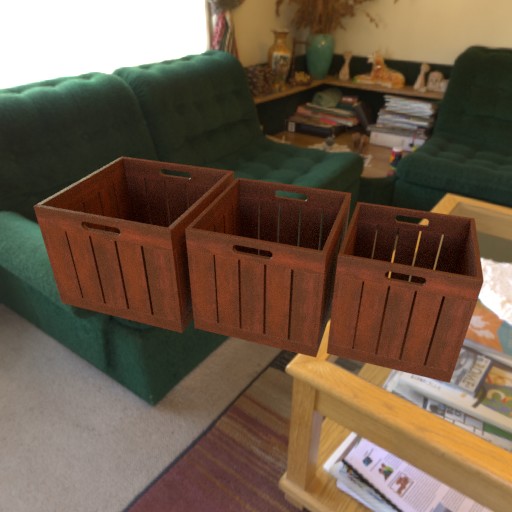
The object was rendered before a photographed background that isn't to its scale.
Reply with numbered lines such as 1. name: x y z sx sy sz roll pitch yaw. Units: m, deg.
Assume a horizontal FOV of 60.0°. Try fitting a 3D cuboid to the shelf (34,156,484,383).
1. shelf: 0.000 0.000 1.220 1.064 0.311 0.393 11 34 16
